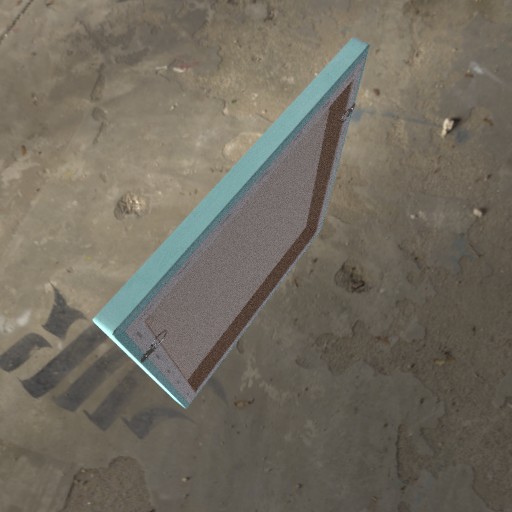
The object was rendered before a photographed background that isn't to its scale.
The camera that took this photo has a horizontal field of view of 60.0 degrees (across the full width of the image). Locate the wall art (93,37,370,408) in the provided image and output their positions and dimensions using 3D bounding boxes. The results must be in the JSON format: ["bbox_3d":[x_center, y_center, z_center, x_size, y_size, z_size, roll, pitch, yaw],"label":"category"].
[{"bbox_3d":[0.000,0.000,1.580,0.070,1.073,1.071,33,68,15],"label":"wall art"}]
